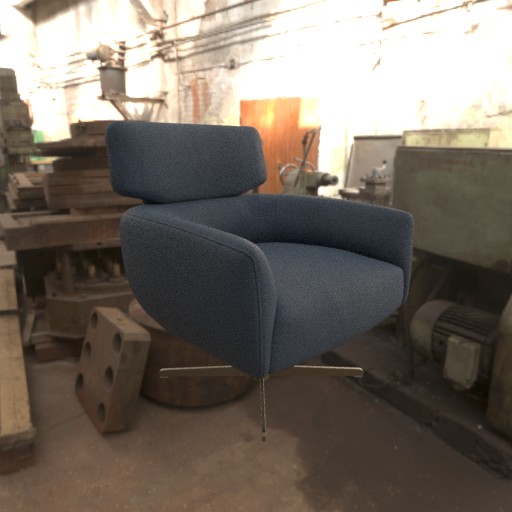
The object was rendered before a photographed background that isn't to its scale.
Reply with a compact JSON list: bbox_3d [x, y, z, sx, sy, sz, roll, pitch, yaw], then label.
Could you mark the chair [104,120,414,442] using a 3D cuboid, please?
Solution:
[{"bbox_3d":[0.000,0.000,1.381,0.761,0.813,0.738,13,19,43],"label":"chair"}]
